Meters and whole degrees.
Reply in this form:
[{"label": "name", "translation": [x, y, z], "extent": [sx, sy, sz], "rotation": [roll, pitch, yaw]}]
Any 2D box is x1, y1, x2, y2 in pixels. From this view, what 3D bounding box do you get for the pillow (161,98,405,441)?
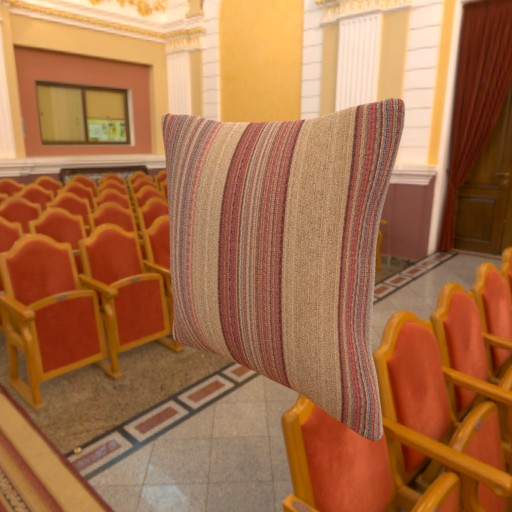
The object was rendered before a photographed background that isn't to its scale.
[{"label": "pillow", "translation": [0.000, 0.000, 0.655], "extent": [0.437, 0.419, 0.136], "rotation": [14, 20, 42]}]
